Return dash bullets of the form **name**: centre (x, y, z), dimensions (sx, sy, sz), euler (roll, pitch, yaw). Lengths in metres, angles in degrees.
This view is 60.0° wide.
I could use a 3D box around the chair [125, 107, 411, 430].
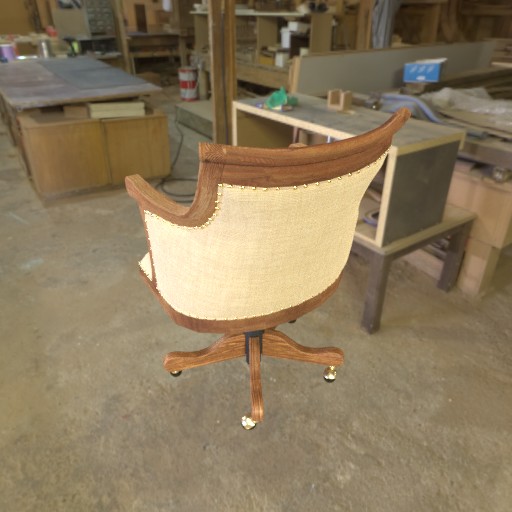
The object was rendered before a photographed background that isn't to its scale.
- **chair**: centre (0.000, 0.000, 1.446), dimensions (0.656, 0.965, 0.689), euler (-18, 35, -28)
